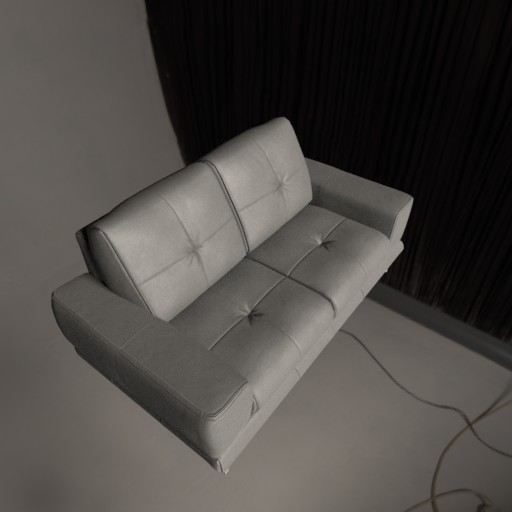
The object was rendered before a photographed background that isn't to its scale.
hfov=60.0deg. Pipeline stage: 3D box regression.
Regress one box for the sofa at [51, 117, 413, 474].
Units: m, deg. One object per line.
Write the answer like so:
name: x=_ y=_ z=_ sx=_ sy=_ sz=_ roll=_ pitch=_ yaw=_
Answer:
sofa: x=0.000 y=0.000 z=2.328 sx=1.018 sy=0.907 sz=1.806 roll=27 pitch=48 yaw=27
